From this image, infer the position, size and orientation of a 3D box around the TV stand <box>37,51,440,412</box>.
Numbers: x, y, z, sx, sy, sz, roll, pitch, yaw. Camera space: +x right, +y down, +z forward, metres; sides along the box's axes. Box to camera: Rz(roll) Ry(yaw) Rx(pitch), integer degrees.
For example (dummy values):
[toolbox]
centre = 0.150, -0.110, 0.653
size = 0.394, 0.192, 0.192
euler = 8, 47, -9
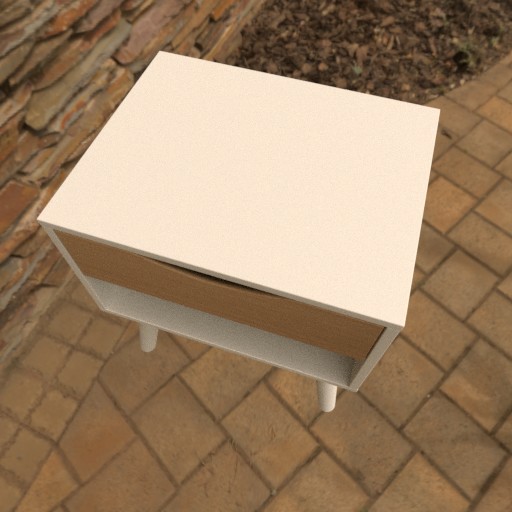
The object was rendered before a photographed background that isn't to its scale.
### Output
[TV stand]
centre = 0.000, 0.000, 0.911
size = 0.508, 0.559, 0.405
euler = 16, 60, 9
